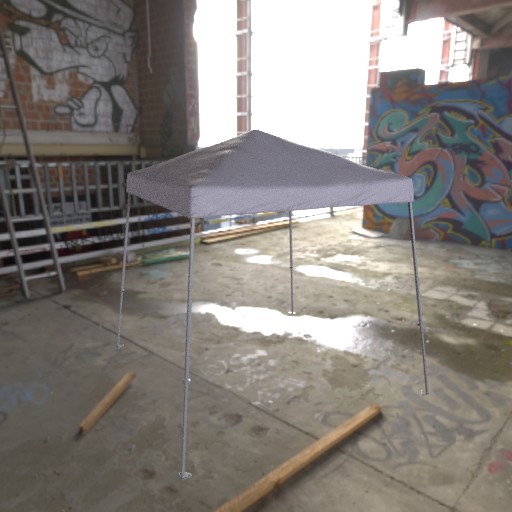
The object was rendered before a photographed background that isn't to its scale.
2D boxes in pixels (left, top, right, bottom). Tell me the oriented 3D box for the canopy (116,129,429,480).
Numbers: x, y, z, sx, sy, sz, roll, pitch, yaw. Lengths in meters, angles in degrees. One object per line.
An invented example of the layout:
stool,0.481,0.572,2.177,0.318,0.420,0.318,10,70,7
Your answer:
canopy,0.000,0.000,5.161,2.849,2.850,2.850,-7,15,-26
